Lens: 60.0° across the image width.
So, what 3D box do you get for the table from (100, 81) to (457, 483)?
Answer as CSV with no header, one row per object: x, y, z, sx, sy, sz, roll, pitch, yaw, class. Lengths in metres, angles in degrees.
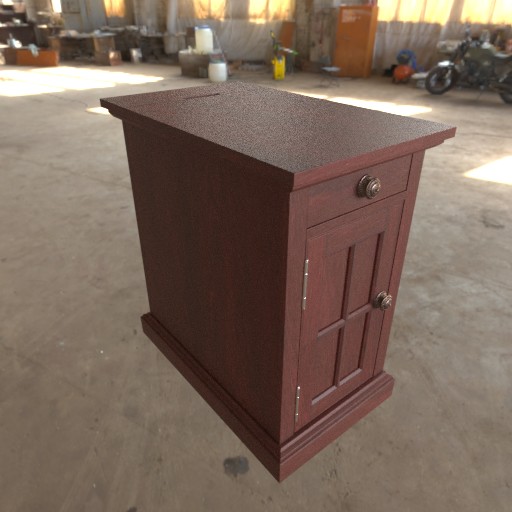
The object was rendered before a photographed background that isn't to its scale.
0.000,0.000,0.962,0.356,0.612,0.584,-22,36,-33,table
